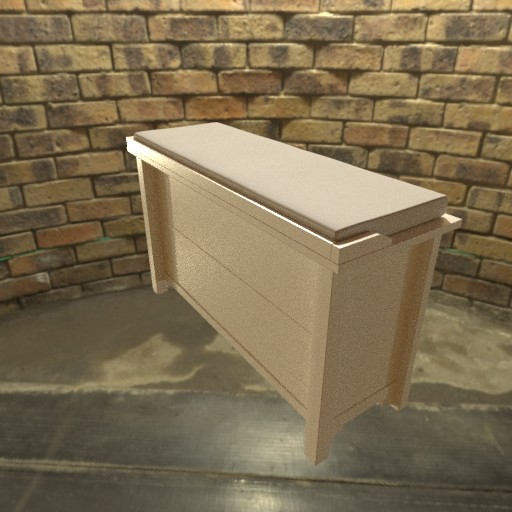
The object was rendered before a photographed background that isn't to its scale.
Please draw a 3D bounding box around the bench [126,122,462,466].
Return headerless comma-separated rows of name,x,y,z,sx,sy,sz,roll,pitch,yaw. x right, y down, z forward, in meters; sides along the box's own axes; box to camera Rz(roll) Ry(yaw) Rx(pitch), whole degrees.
bench,0.000,0.000,1.294,0.346,0.589,0.987,-18,32,-30
